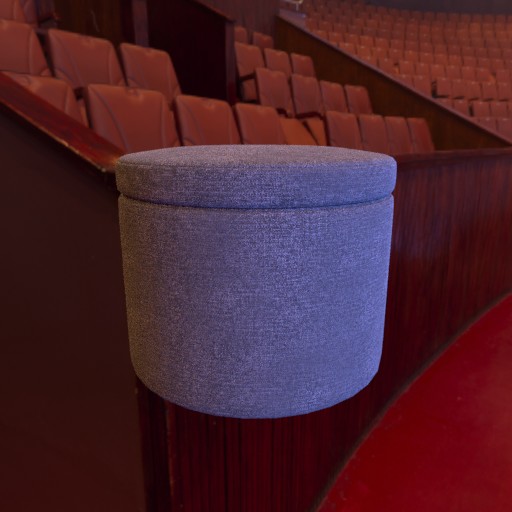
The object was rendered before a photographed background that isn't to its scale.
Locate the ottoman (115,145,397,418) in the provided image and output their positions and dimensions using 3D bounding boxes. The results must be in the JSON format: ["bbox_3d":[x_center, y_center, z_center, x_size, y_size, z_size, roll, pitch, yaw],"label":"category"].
[{"bbox_3d":[0.000,0.000,0.869,0.500,0.419,0.500,0,15,0],"label":"ottoman"}]
